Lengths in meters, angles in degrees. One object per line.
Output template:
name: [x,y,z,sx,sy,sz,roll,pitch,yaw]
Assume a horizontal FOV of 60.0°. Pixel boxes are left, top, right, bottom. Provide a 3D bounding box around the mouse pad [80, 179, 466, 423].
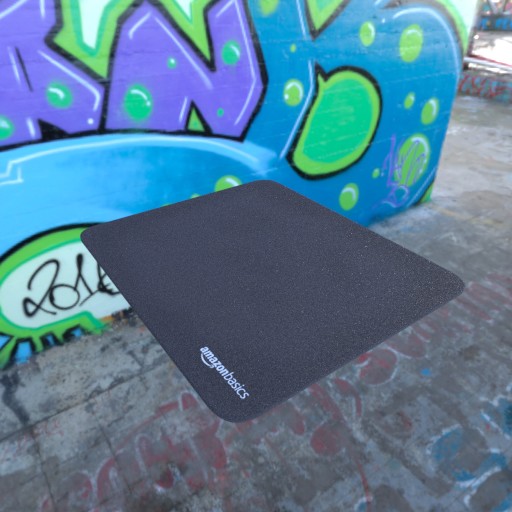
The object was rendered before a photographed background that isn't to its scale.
mouse pad: [0.000,0.000,0.352,0.211,0.002,0.249,-21,38,-30]
